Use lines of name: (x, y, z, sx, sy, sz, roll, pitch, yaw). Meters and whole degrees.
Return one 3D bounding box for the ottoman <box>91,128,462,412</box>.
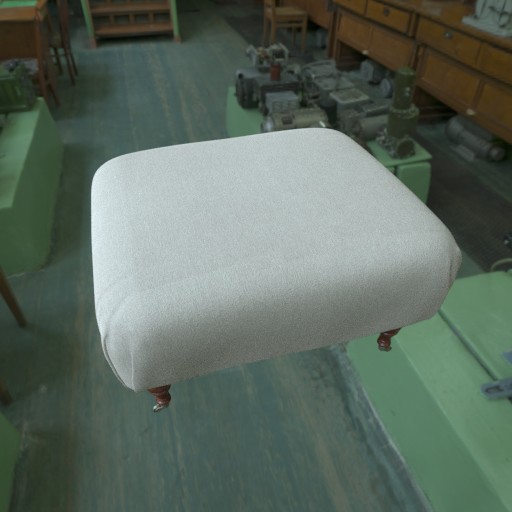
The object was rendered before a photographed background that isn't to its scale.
ottoman: (0.000, 0.000, 1.122, 0.746, 0.450, 0.639, -11, 41, -13)
